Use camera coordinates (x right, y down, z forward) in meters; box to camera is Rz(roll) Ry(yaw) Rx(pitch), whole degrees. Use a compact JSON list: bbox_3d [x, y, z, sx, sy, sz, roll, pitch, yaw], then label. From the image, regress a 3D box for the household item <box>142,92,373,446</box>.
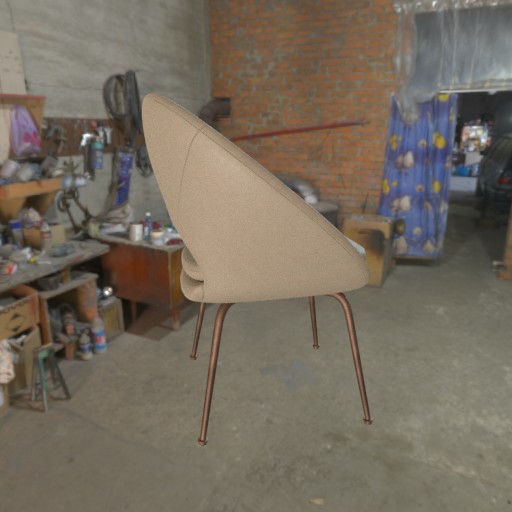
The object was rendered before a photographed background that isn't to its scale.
[{"bbox_3d":[0.000,0.000,1.248,0.573,0.852,0.623,-3,16,-10],"label":"household item"}]
